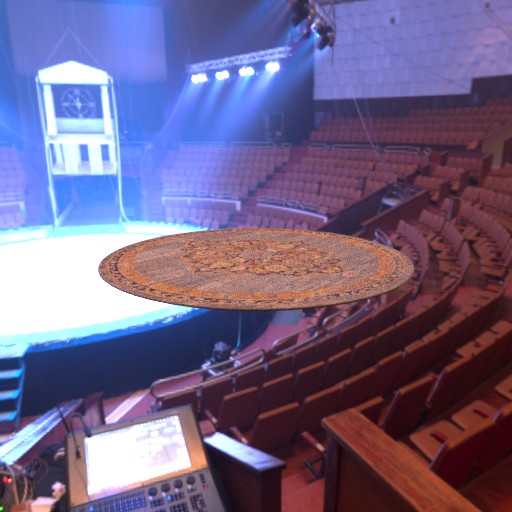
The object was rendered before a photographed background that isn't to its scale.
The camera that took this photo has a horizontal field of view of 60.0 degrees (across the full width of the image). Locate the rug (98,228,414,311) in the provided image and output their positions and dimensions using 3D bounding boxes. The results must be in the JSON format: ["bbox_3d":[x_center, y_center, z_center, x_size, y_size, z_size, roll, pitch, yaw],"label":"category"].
[{"bbox_3d":[0.000,0.000,3.525,2.382,0.014,2.382,0,14,0],"label":"rug"}]
